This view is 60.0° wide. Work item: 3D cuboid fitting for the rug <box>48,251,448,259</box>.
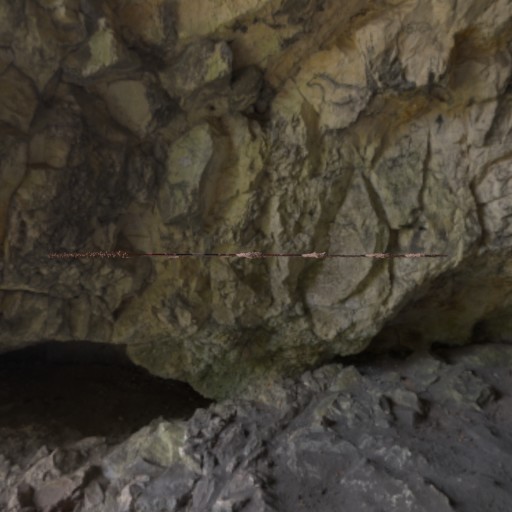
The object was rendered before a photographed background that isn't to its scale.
[{"bbox_3d":[0.000,0.000,2.574,2.025,0.040,1.469,0,0,-37],"label":"rug"}]
